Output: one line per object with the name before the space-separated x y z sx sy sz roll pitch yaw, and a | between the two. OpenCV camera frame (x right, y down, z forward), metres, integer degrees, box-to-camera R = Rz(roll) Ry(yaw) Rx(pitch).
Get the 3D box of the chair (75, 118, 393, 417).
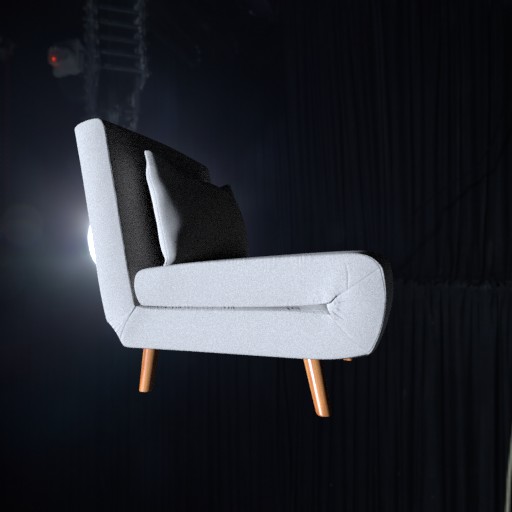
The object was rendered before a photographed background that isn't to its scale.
chair | 0.000 0.000 1.523 0.902 0.808 0.770 0 0 17
